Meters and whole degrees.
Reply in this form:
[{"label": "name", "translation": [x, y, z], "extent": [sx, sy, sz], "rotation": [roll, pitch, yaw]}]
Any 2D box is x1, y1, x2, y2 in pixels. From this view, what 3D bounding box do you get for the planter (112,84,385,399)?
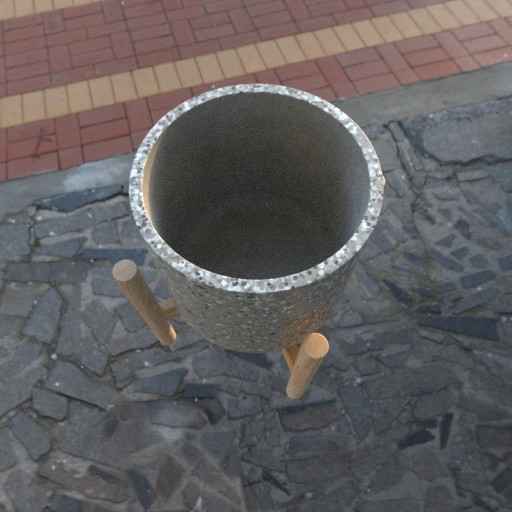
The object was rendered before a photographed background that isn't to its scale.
[{"label": "planter", "translation": [0.000, 0.000, 0.532], "extent": [0.284, 0.320, 0.284], "rotation": [0, 64, 0]}]
